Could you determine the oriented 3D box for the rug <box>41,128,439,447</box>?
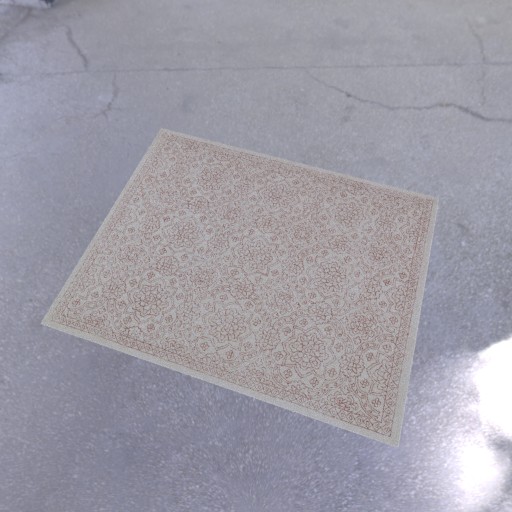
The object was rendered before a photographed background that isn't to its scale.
[{"bbox_3d":[0.000,0.000,4.112,3.050,0.015,2.441,16,61,9],"label":"rug"}]
